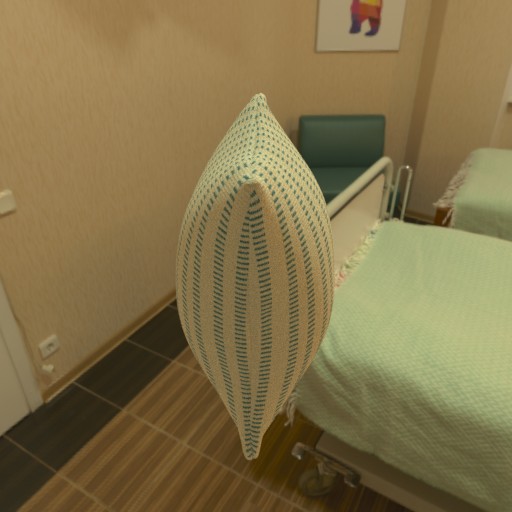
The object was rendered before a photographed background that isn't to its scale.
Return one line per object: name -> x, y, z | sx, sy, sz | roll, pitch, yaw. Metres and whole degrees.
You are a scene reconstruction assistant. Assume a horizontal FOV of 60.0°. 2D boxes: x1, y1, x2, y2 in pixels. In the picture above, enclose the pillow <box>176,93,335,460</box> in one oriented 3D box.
pillow -> 0.000, 0.000, 0.705 | 0.247, 0.419, 0.438 | 1, 31, 1
